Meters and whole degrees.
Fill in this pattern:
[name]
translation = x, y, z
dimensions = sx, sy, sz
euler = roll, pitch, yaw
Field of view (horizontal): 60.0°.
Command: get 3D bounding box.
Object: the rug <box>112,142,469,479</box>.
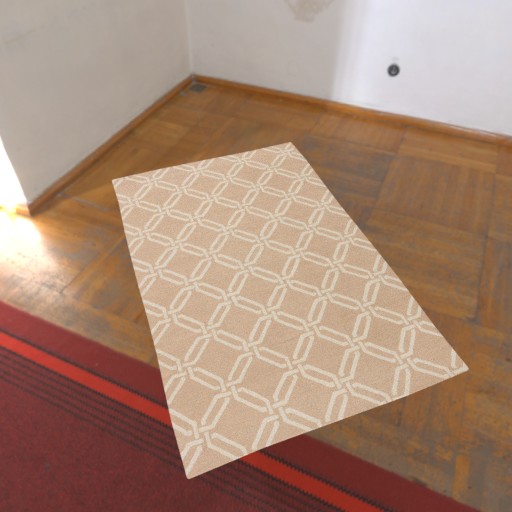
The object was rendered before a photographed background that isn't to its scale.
[rug]
translation = 0.000, 0.000, 2.154
dimensions = 1.146, 0.010, 1.745
euler = -15, 48, -14
